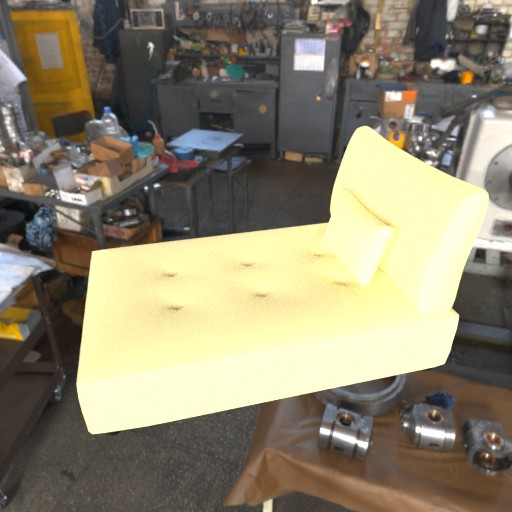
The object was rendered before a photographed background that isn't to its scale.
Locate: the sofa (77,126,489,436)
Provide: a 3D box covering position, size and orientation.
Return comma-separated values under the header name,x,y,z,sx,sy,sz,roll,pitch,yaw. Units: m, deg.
name,x,y,z,sx,sy,sz,roll,pitch,yaw
sofa,0.000,0.000,1.917,1.450,0.820,0.930,-7,31,-13
